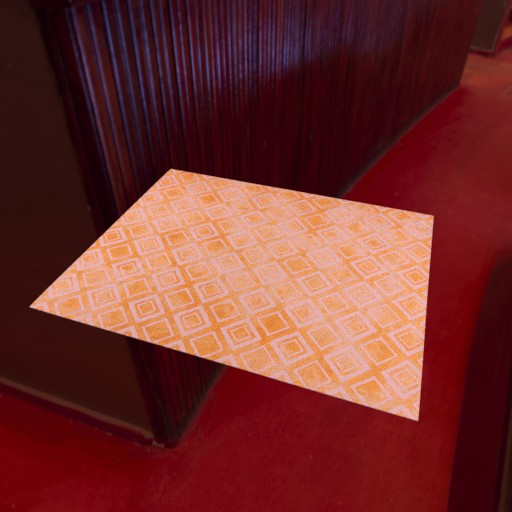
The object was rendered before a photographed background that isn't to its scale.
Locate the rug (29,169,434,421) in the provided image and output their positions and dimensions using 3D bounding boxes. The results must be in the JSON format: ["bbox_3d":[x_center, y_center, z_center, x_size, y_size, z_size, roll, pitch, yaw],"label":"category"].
[{"bbox_3d":[0.000,0.000,4.080,3.037,0.011,2.433,13,41,15],"label":"rug"}]
